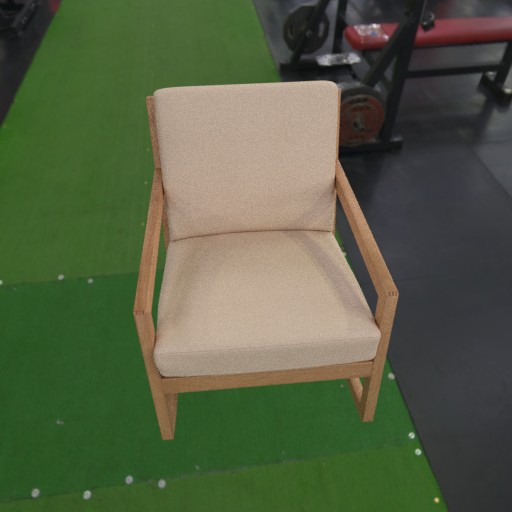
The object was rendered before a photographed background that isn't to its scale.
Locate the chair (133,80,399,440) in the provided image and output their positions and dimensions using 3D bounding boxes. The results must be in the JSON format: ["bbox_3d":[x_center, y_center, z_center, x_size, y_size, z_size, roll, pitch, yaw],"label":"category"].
[{"bbox_3d":[0.000,0.000,1.378,0.622,0.790,0.857,-4,47,-4],"label":"chair"}]
